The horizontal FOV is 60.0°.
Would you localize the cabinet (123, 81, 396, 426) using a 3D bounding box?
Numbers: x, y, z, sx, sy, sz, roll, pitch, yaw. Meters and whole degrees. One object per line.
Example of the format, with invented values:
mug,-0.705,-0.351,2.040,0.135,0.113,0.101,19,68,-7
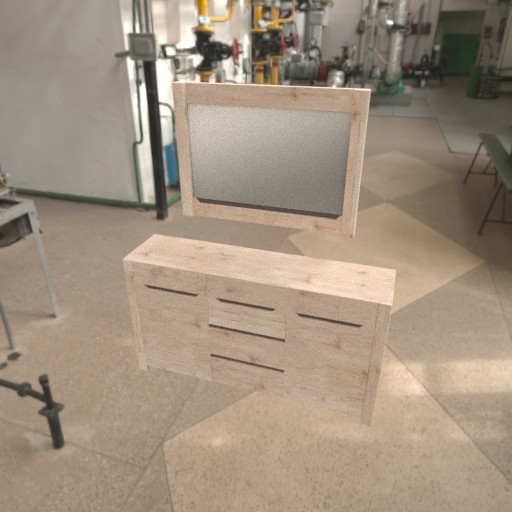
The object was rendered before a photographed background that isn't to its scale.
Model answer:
cabinet,0.000,0.000,2.795,1.700,1.981,0.420,9,29,16
